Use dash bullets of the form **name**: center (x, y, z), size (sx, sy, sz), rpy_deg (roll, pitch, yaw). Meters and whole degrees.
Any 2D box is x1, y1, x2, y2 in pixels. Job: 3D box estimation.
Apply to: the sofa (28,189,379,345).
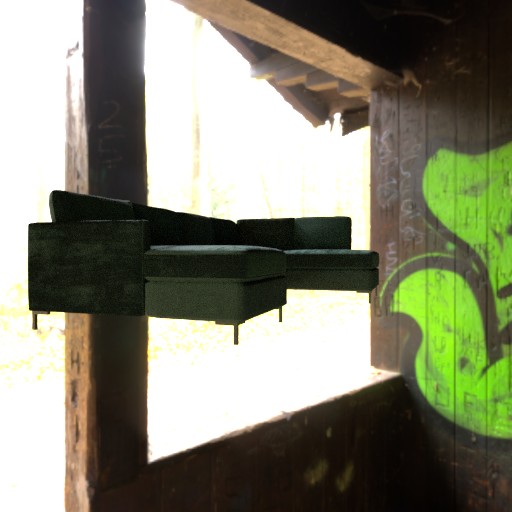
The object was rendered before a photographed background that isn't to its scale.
- **sofa**: center (0.000, 0.000, 4.229), size (2.055, 0.992, 3.434), rpy_deg (0, 0, 19)
